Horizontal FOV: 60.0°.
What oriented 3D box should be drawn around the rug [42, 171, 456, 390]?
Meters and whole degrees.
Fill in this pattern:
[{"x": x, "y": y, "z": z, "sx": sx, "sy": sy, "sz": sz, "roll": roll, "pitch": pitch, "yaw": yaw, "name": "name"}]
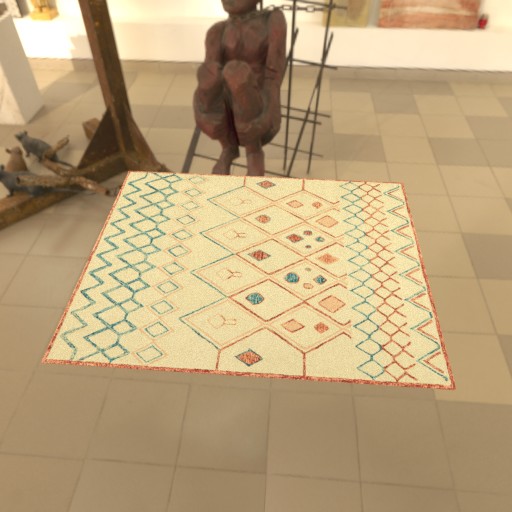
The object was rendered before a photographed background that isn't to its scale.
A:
[{"x": 0.000, "y": 0.000, "z": 4.088, "sx": 3.050, "sy": 0.016, "sz": 2.441, "roll": 3, "pitch": 46, "yaw": 3, "name": "rug"}]
